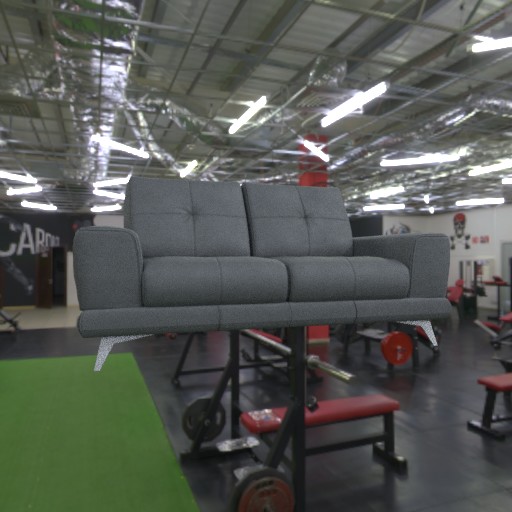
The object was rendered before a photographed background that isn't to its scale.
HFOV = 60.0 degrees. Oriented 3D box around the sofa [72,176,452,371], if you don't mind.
[{"bbox_3d":[0.000,0.000,2.425,1.806,0.907,1.018,0,0,-18],"label":"sofa"}]
